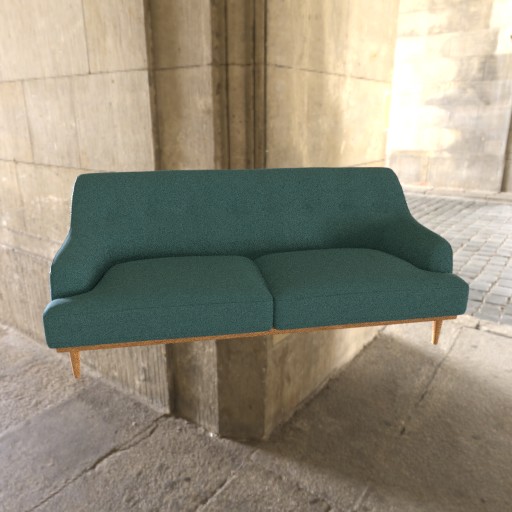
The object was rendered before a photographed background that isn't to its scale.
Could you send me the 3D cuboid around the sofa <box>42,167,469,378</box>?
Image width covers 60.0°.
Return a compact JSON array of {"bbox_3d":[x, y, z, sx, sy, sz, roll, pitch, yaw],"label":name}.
[{"bbox_3d":[0.000,0.000,2.485,2.057,0.871,0.978,-3,18,-10],"label":"sofa"}]
